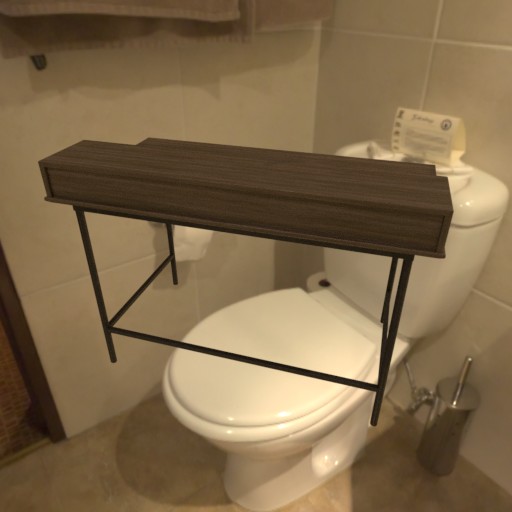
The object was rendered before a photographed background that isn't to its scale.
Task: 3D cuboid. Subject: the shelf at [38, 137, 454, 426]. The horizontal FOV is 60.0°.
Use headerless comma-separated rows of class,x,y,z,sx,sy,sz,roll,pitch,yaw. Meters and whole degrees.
shelf,0.000,0.000,1.712,1.212,0.865,0.685,9,33,14
